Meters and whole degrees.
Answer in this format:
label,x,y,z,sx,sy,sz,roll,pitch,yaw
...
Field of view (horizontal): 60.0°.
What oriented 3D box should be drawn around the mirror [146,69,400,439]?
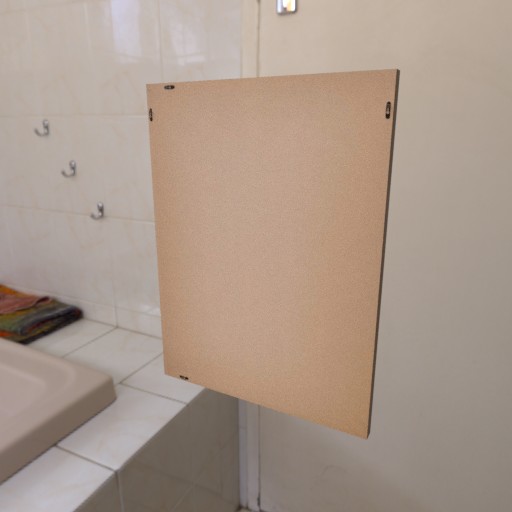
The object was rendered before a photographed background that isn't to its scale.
label,x,y,z,sx,sy,sz,roll,pitch,yaw
mirror,0.000,0.000,1.356,0.762,1.016,0.040,8,18,27
